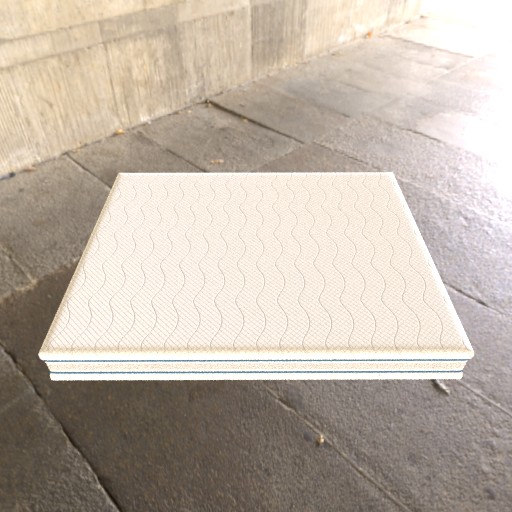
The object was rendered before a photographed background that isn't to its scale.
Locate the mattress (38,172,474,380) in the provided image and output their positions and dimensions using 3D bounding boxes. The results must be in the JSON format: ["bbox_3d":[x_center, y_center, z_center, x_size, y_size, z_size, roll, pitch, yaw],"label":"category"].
[{"bbox_3d":[0.000,0.000,2.692,2.000,0.230,1.600,0,41,0],"label":"mattress"}]
